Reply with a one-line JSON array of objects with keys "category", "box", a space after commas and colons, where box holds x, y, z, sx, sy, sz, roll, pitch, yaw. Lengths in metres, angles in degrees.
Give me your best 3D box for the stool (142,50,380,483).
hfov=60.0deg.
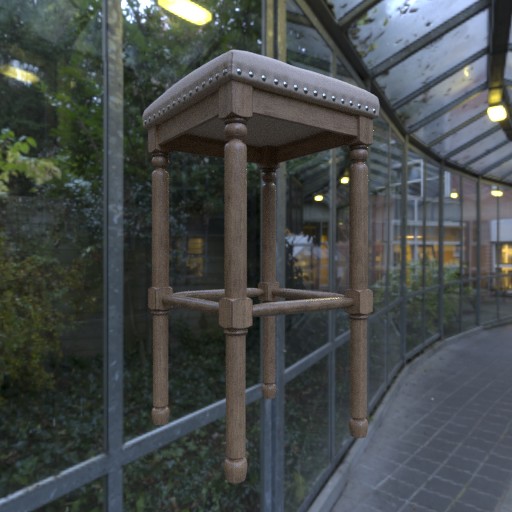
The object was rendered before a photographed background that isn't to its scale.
[{"category": "stool", "box": [0.000, 0.000, 0.984, 0.382, 0.768, 0.383, 0, 0, -36]}]
